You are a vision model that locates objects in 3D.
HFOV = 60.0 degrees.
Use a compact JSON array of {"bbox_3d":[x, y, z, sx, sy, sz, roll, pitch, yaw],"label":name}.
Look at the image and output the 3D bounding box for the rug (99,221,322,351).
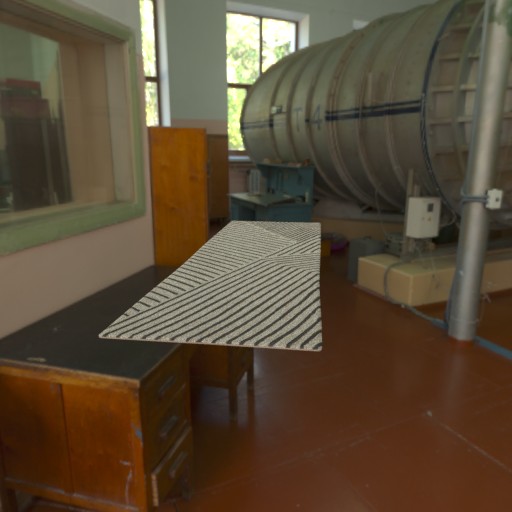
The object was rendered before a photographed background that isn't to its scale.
[{"bbox_3d":[0.000,0.000,2.654,0.773,0.020,2.439,2,14,8],"label":"rug"}]
